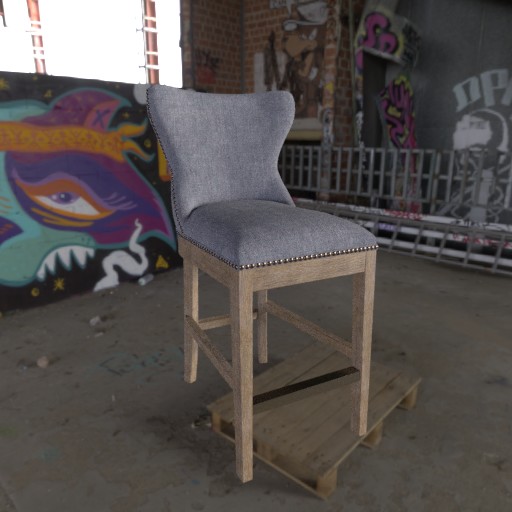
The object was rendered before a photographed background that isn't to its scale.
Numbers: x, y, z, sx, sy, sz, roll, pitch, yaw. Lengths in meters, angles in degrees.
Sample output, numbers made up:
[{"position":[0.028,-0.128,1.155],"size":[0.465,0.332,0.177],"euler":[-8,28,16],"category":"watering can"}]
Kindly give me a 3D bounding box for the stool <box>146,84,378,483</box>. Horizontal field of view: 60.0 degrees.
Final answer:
[{"position":[0.000,0.000,1.325],"size":[0.498,0.981,0.608],"euler":[-8,17,-27],"category":"stool"}]
